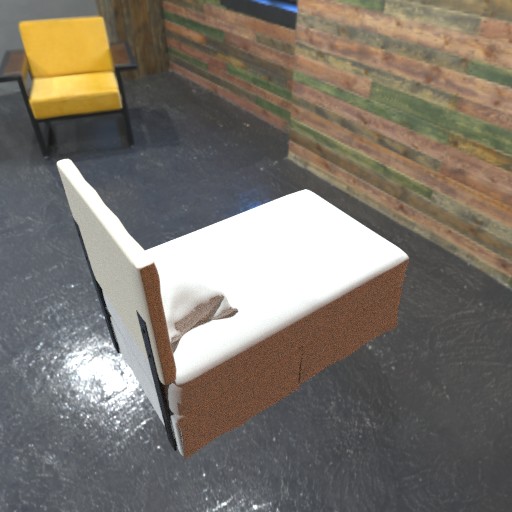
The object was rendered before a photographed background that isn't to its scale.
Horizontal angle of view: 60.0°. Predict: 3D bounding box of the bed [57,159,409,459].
[{"bbox_3d":[0.000,0.000,3.070,1.997,1.571,1.261,-24,45,-26],"label":"bed"}]
